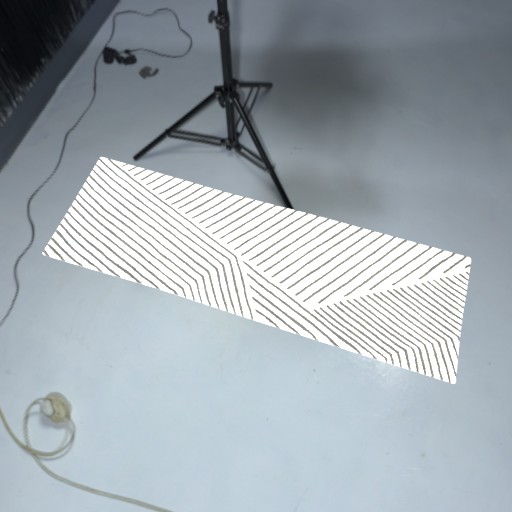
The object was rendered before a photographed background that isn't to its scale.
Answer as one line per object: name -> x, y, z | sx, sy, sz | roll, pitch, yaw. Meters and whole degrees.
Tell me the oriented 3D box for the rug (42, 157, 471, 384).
rug -> 0.000, 0.000, 2.638 | 2.439, 0.020, 0.773 | 16, 65, 8
